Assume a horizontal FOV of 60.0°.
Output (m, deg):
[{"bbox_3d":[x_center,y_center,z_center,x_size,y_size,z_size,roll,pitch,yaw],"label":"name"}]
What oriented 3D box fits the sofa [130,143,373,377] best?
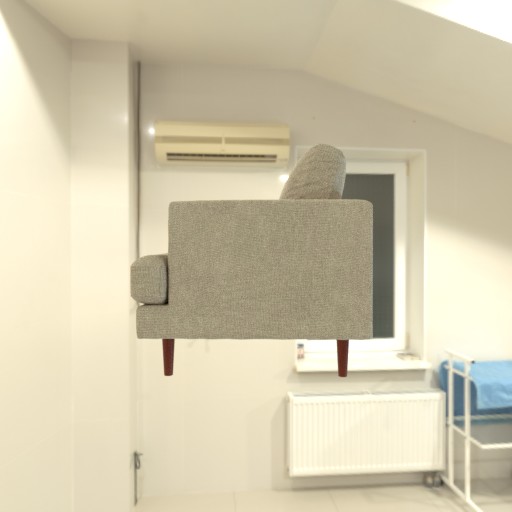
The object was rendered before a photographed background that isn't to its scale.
[{"bbox_3d":[0.000,0.000,2.720,0.903,0.930,2.246,0,1,1],"label":"sofa"}]
